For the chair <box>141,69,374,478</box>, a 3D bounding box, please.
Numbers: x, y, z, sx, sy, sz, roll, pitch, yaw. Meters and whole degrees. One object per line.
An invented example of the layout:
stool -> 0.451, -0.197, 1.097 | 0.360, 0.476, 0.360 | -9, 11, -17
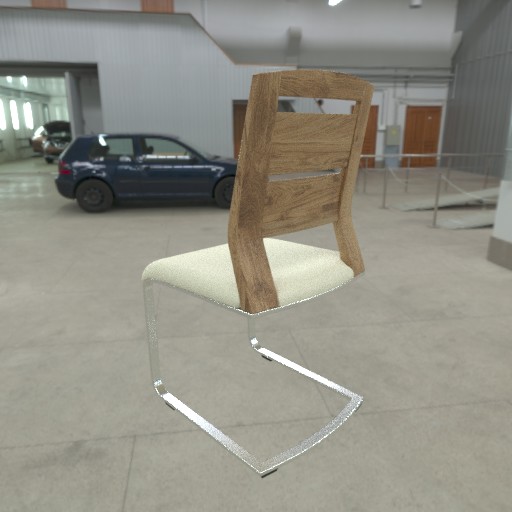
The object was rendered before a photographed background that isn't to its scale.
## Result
chair -> 0.000, 0.000, 1.282 | 0.457, 0.955, 0.561 | -15, 22, -42
